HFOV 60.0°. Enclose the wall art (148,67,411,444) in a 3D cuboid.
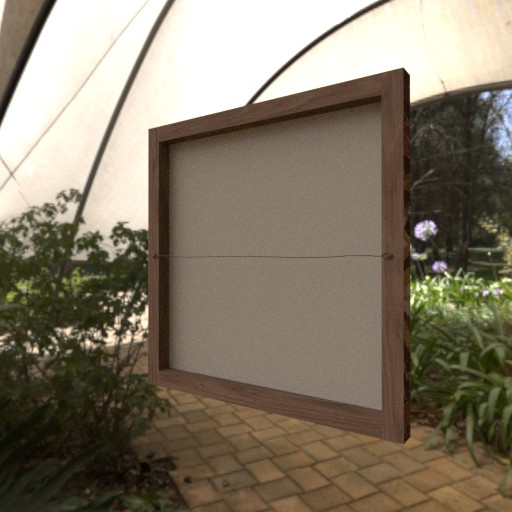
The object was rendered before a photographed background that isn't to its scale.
[{"bbox_3d":[0.000,0.000,0.908,0.609,0.613,0.041,0,0,35],"label":"wall art"}]
